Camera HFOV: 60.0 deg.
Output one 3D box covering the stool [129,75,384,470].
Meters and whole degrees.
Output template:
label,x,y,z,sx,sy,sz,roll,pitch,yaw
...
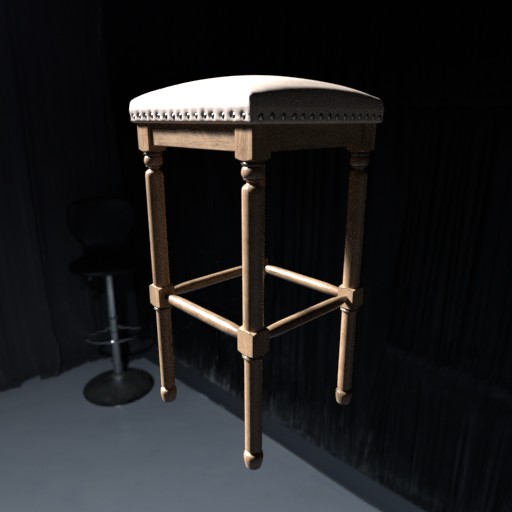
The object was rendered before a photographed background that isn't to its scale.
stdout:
label,x,y,z,sx,sy,sz,roll,pitch,yaw
stool,0.000,0.000,1.019,0.383,0.768,0.382,-16,23,-41
